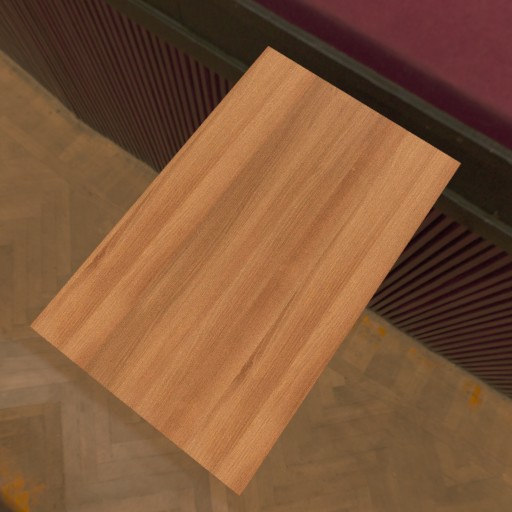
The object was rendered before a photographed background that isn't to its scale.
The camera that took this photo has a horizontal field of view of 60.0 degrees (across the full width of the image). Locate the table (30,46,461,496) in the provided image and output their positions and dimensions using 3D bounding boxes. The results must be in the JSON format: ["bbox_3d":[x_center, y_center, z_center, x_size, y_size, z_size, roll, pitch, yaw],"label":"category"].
[{"bbox_3d":[0.000,0.000,1.408,0.700,0.330,1.100,35,78,9],"label":"table"}]
